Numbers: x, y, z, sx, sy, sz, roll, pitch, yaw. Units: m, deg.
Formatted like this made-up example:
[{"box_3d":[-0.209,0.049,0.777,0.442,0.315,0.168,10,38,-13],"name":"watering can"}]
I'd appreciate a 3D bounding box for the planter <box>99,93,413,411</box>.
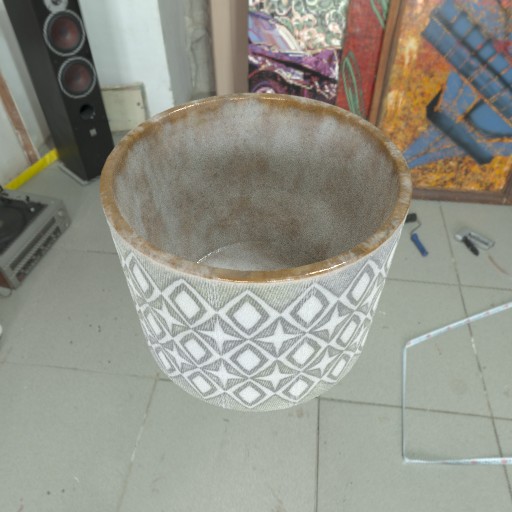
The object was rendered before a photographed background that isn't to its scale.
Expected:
[{"box_3d":[0.000,0.000,0.450,0.255,0.223,0.255,0,47,0],"name":"planter"}]
